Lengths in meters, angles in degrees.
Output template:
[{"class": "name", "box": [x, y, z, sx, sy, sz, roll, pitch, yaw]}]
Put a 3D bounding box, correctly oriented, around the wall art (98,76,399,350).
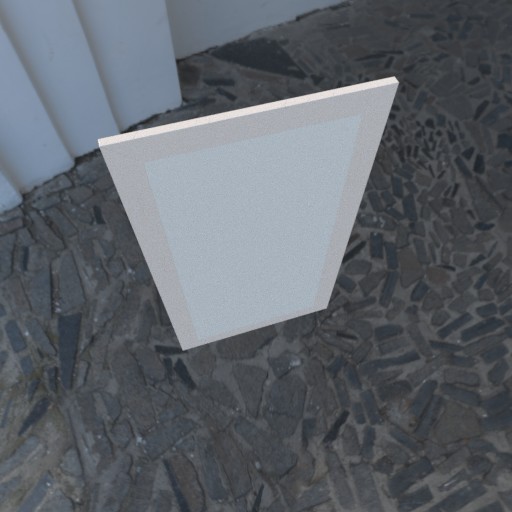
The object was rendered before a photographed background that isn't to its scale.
[{"class": "wall art", "box": [0.000, 0.000, 0.831, 0.380, 0.683, 0.013, -15, 60, -9]}]
